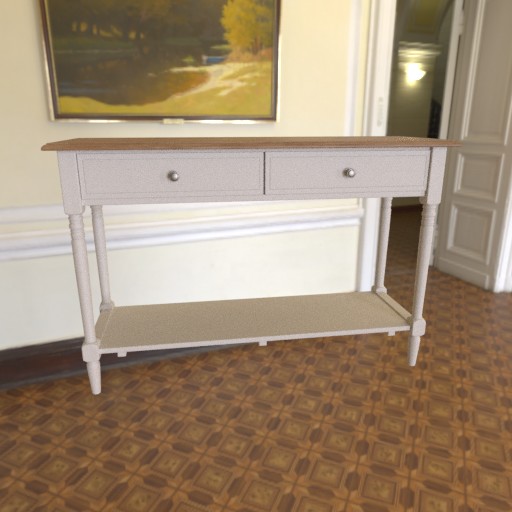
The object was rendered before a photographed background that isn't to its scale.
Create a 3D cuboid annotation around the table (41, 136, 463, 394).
[{"bbox_3d":[0.000,0.000,1.568,1.219,0.800,0.399,-3,17,-9],"label":"table"}]
